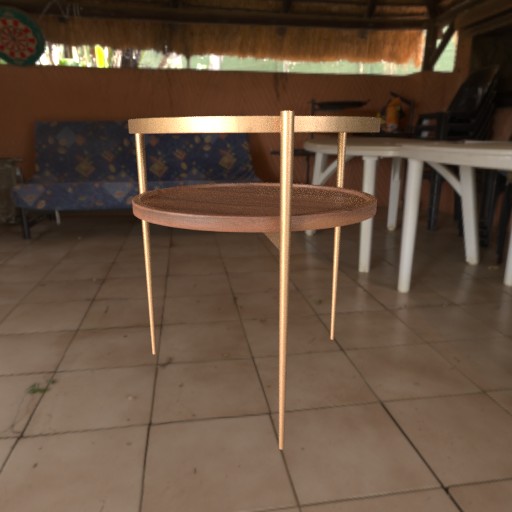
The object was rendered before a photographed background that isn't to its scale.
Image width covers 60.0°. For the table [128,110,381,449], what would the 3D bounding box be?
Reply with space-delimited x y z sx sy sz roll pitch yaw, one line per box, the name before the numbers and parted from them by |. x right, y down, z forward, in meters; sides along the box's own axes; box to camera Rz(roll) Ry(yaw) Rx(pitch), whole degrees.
table | 0.000 0.000 0.822 0.430 0.493 0.456 -3 16 -10
